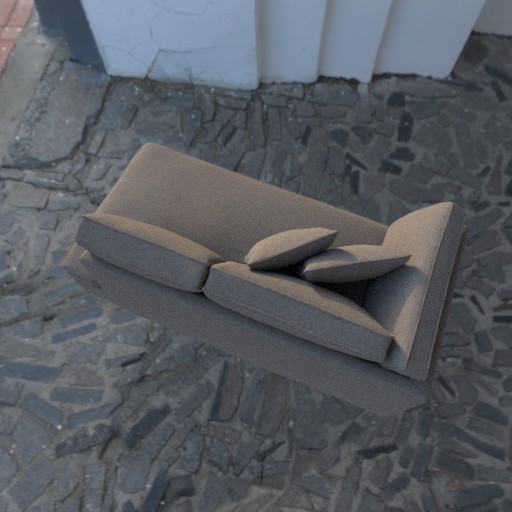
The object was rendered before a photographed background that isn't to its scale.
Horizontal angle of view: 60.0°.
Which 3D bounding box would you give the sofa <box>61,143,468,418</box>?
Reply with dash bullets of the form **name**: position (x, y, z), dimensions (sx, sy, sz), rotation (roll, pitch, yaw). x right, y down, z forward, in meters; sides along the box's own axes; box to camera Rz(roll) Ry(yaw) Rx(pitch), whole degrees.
- **sofa**: position (0.000, 0.000, 2.792), dimensions (2.237, 1.033, 1.110), rotation (21, 66, 10)
